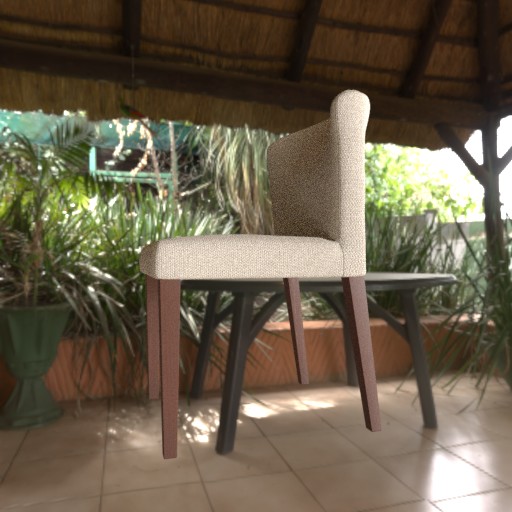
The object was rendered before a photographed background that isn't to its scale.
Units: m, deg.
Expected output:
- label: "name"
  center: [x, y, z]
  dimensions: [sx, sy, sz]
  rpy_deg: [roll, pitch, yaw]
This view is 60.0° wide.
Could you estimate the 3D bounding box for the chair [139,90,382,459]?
- label: "chair"
  center: [0.000, 0.000, 1.199]
  dimensions: [0.589, 0.839, 0.491]
  rpy_deg: [0, 0, -18]
